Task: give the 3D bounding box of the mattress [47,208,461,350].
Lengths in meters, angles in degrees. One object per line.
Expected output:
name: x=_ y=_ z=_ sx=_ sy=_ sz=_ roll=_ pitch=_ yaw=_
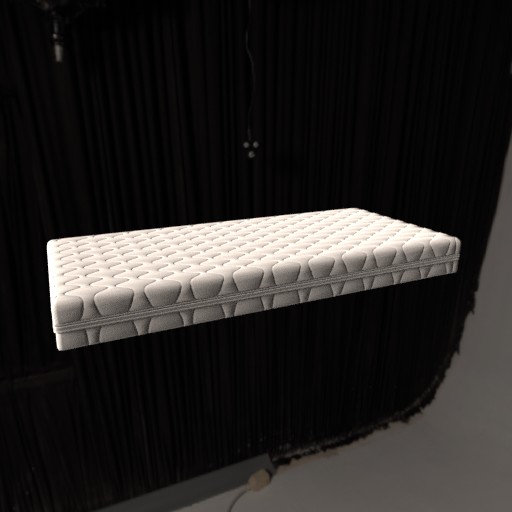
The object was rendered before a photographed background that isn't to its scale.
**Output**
mattress: x=0.000 y=0.000 z=2.354 sx=2.000 sy=0.200 sz=0.900 roll=-8 pitch=20 yaw=-24
